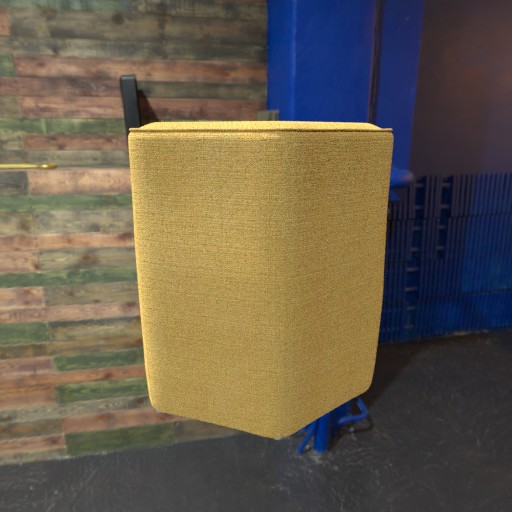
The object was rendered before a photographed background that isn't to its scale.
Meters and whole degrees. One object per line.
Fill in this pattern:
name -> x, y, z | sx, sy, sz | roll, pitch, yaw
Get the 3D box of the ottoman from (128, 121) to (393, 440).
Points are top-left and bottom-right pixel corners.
ottoman -> 0.000, 0.000, 0.878 | 0.443, 0.502, 0.494 | -3, 16, -10
